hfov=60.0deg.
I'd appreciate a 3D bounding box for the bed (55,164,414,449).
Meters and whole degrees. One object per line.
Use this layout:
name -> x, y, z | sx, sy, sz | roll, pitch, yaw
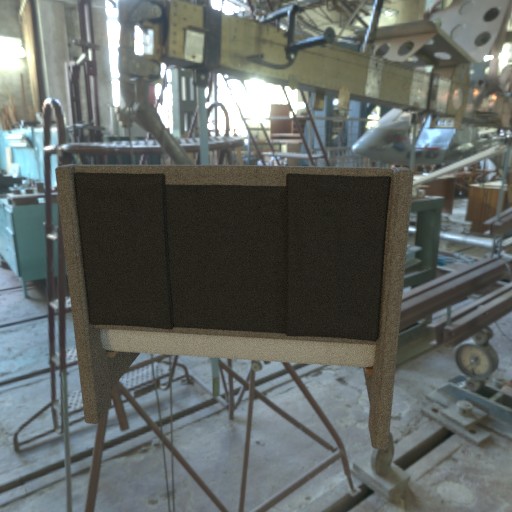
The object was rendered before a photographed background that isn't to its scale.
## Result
bed -> 0.000, 0.000, 3.332 | 1.714, 1.481, 2.245 | 2, 16, 7
